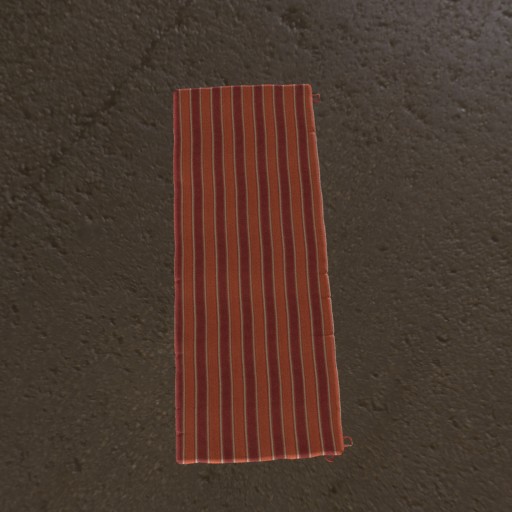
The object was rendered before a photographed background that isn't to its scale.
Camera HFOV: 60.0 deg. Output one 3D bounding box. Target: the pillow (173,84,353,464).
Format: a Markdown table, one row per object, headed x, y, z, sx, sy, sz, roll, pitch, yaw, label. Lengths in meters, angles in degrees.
| x | y | z | sx | sy | sz | roll | pitch | yaw | label |
| --- | --- | --- | --- | --- | --- | --- | --- | --- | --- |
| 0.000 | 0.000 | 1.350 | 0.492 | 0.081 | 1.187 | -3 | 76 | -1 | pillow |
